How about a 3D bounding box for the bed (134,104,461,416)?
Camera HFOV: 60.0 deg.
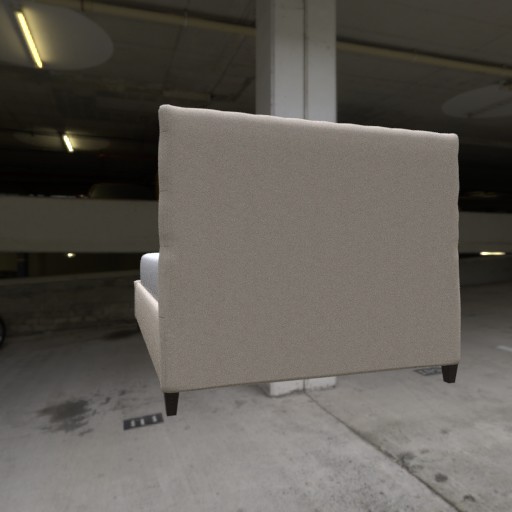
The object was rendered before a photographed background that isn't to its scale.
[{"bbox_3d":[0.000,0.000,3.378,1.698,1.427,2.387,0,1,-18],"label":"bed"}]
